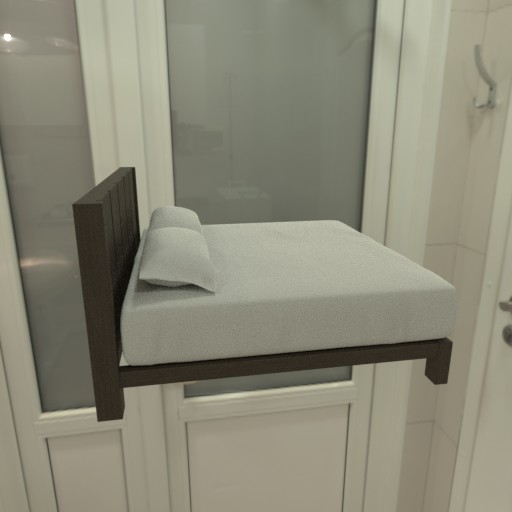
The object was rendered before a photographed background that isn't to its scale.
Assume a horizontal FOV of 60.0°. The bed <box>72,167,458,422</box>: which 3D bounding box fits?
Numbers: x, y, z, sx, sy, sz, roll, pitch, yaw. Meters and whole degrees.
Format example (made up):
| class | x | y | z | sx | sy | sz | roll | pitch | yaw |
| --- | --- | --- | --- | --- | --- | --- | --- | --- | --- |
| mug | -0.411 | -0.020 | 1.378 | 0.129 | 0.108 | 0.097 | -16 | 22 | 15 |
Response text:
| class | x | y | z | sx | sy | sz | roll | pitch | yaw |
| --- | --- | --- | --- | --- | --- | --- | --- | --- | --- |
| bed | 0.000 | 0.000 | 3.566 | 2.238 | 1.261 | 2.143 | -3 | 16 | -10 |
